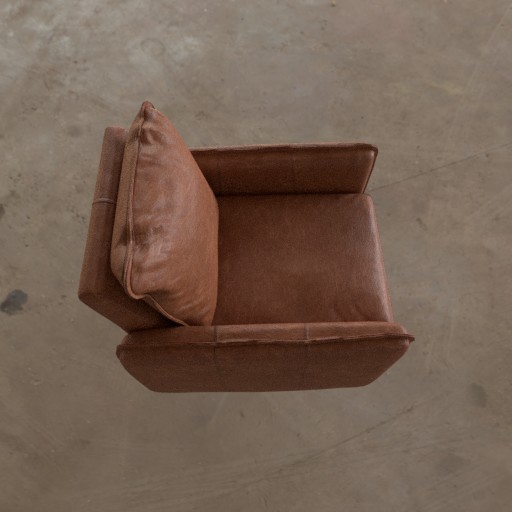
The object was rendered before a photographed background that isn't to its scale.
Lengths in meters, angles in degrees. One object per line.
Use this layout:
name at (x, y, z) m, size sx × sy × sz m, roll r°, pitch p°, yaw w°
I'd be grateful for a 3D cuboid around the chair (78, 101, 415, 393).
chair at (0.000, 0.000, 1.556) m, size 0.922 × 0.922 × 0.830 m, roll -1°, pitch 63°, yaw -1°
